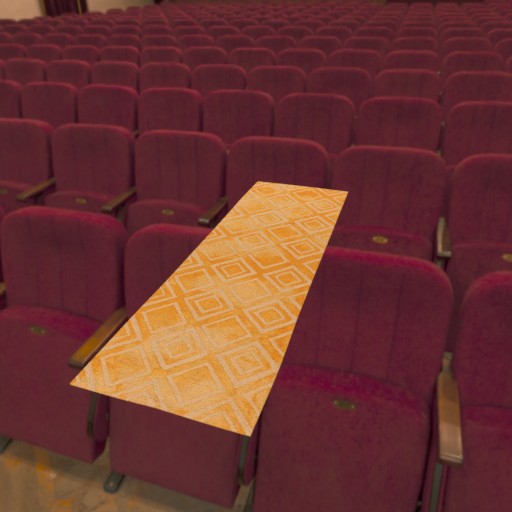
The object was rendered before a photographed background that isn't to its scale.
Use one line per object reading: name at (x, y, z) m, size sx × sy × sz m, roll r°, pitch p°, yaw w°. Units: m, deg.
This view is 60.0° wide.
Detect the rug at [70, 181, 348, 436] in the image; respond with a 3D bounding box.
rug at (0.000, 0.000, 2.663) m, size 0.775 × 0.010 × 2.438 m, roll 9°, pitch 31°, yaw 16°
